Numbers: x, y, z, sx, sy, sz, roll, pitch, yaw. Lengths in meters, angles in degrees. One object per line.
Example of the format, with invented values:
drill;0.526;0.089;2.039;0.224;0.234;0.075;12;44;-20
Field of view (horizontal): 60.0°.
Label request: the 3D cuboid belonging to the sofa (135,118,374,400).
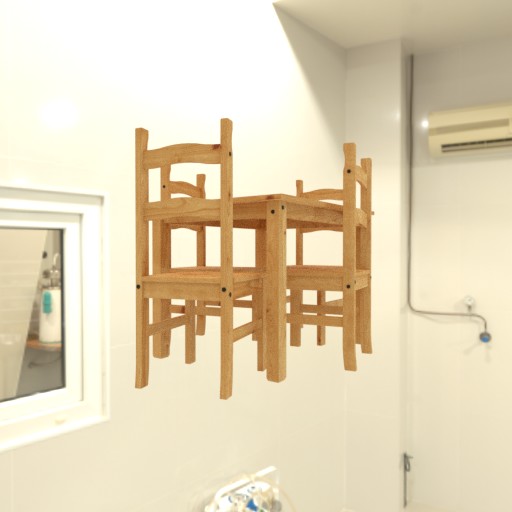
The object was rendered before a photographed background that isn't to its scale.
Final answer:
sofa;0.000;0.000;2.304;1.144;1.000;1.529;1;1;35
